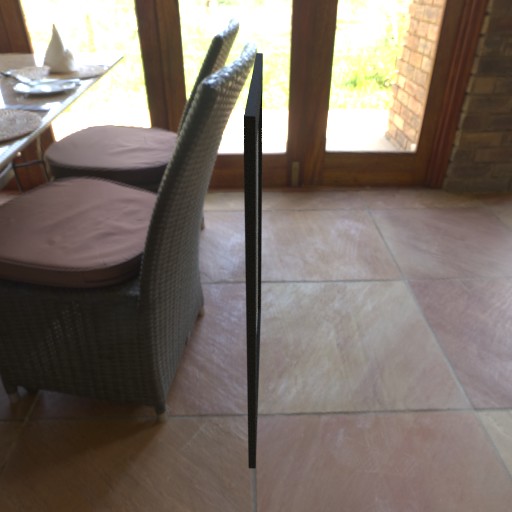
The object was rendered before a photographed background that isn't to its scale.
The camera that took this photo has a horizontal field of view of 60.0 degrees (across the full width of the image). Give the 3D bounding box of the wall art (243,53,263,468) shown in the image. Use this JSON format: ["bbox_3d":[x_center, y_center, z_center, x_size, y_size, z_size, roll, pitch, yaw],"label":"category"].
[{"bbox_3d":[0.000,0.000,0.690,0.012,0.529,0.374,1,32,1],"label":"wall art"}]
